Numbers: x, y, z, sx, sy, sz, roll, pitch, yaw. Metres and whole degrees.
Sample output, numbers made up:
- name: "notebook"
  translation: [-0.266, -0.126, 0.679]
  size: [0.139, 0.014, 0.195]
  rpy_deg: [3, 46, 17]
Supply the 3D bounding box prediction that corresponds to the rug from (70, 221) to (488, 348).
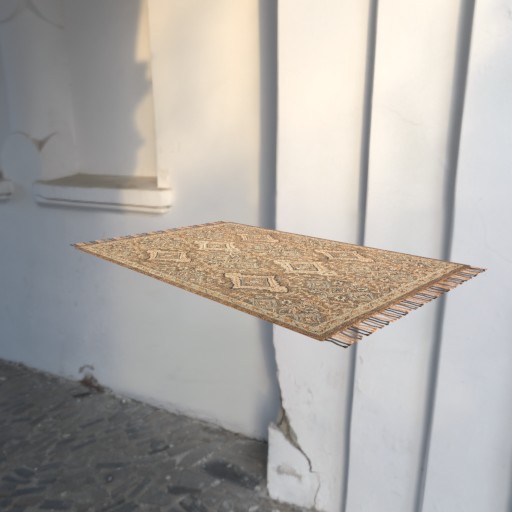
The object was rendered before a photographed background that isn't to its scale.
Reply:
- name: "rug"
  translation: [0.000, 0.000, 2.979]
  size: [1.516, 0.010, 2.434]
  rpy_deg: [-14, 20, -43]
